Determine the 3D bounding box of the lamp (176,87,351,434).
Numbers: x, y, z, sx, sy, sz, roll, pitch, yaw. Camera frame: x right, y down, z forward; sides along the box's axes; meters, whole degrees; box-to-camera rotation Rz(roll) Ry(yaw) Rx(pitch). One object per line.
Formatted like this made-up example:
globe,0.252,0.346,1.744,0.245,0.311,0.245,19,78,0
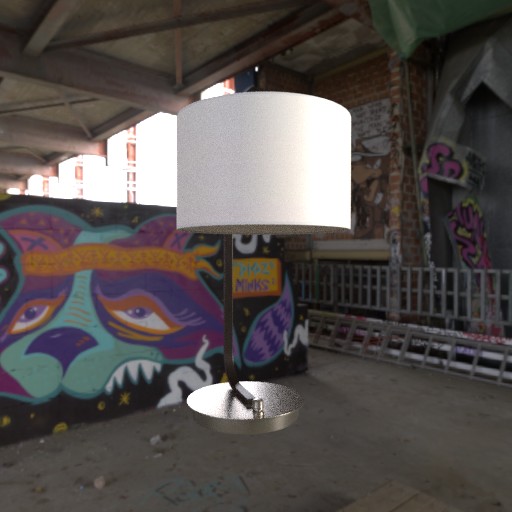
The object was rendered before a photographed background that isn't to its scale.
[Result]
lamp,0.000,0.000,0.621,0.230,0.473,0.288,0,0,-20
